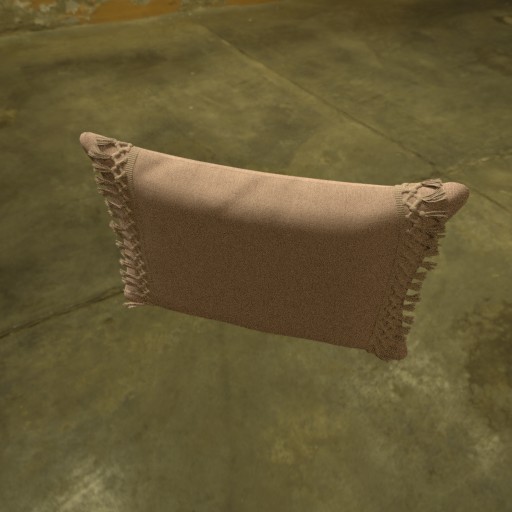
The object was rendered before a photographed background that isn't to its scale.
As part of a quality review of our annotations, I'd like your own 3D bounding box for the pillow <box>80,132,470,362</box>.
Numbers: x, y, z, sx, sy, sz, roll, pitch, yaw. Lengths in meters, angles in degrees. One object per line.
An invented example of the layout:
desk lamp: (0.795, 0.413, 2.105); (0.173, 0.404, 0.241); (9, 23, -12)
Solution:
pillow: (0.000, 0.000, 0.606); (0.466, 0.305, 0.084); (11, 42, 12)
